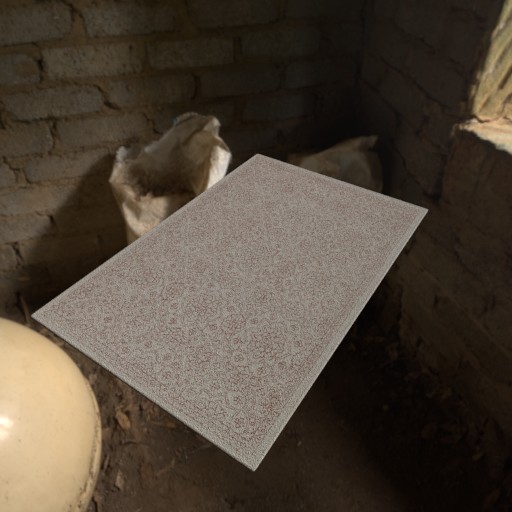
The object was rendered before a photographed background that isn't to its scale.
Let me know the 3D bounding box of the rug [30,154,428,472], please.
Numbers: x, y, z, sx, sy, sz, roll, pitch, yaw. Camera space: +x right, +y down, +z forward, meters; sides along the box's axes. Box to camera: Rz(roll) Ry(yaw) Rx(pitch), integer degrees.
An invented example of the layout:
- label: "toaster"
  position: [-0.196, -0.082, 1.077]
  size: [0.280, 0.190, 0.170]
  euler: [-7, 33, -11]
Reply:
- label: "rug"
  position: [0.000, 0.000, 2.303]
  size: [1.219, 0.010, 1.829]
  euler: [24, 46, 25]
